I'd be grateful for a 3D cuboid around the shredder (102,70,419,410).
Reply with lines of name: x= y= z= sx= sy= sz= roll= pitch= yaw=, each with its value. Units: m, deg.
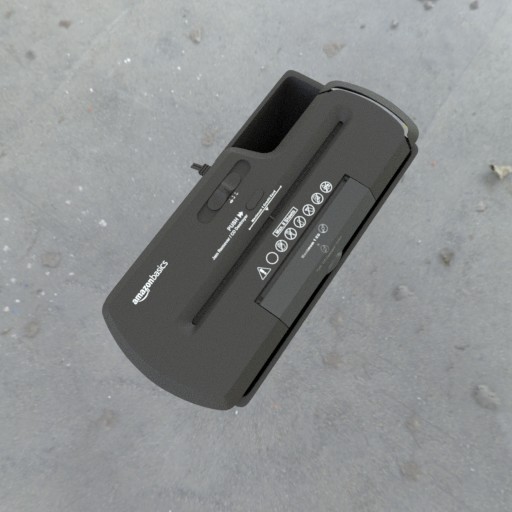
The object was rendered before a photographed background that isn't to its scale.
shredder: x=0.000 y=0.000 z=0.525 sx=0.170 sy=0.335 sz=0.320 roll=34 pitch=79 yaw=8
